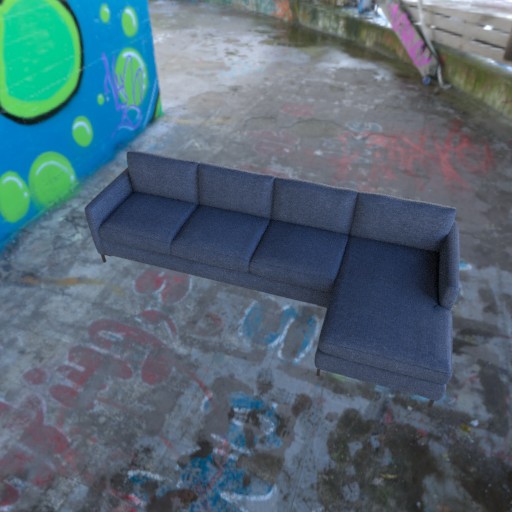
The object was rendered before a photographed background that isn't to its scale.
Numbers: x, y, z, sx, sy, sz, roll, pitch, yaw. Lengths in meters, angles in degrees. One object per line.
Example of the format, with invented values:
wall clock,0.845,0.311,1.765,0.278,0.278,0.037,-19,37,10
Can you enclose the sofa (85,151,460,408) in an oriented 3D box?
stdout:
sofa,0.000,0.000,3.445,2.932,0.810,1.350,13,43,14
